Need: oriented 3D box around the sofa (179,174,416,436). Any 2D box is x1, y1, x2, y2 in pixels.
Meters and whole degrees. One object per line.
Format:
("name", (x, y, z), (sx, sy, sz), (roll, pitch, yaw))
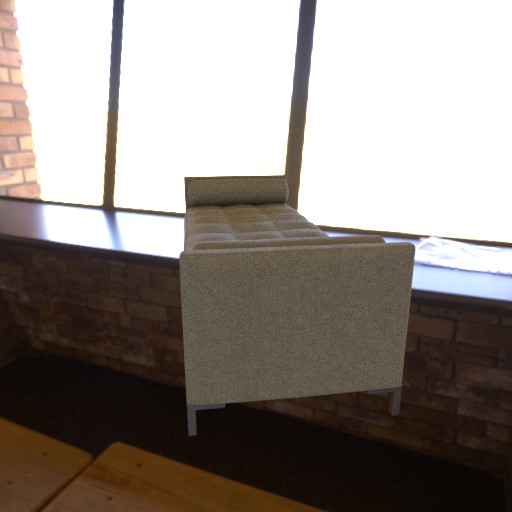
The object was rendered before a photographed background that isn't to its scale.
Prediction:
("sofa", (0.000, 0.000, 2.469), (0.797, 0.657, 2.102), (-2, 17, -8))
